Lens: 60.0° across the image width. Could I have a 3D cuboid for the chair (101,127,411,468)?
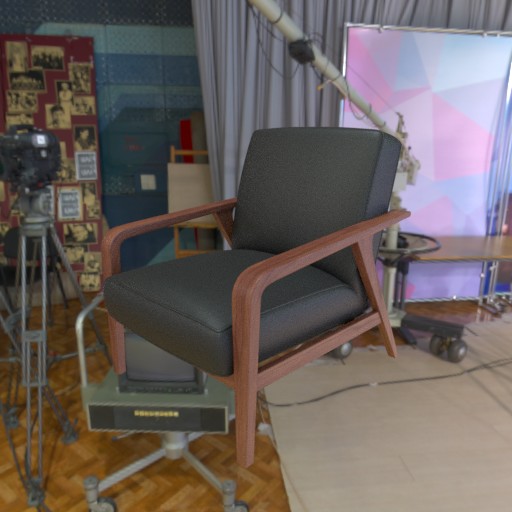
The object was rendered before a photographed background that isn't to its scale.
[{"bbox_3d":[0.000,0.000,1.535,0.719,0.861,0.889,15,22,42],"label":"chair"}]
